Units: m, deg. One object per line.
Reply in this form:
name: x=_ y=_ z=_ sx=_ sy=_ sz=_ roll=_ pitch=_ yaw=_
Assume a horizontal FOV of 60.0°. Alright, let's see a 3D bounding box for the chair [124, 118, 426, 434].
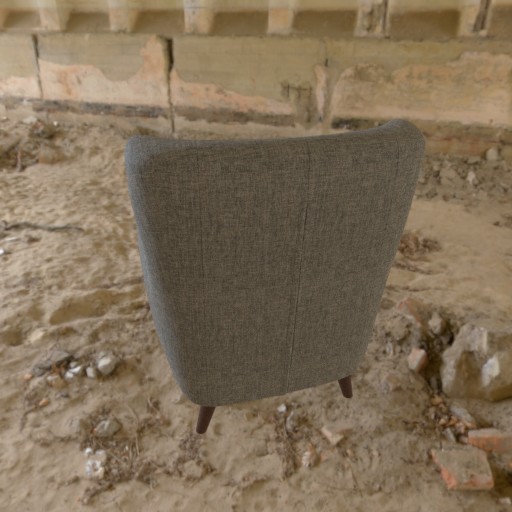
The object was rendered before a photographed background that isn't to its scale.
chair: x=0.000 y=0.000 z=1.709 sx=0.878 sy=1.063 sz=0.904 roll=-8 pitch=28 yaw=-15
